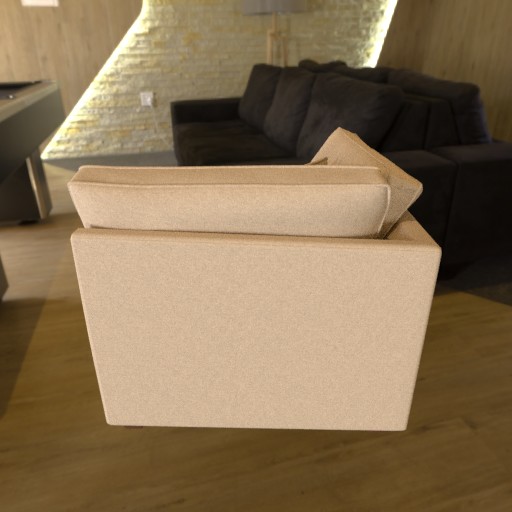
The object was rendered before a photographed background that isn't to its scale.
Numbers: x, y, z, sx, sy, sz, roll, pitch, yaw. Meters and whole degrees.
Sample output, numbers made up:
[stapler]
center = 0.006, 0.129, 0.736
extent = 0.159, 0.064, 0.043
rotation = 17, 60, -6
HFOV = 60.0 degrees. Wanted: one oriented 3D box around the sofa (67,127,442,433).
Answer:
[sofa]
center = 0.000, 0.000, 1.801
extent = 1.042, 0.937, 1.050
rotation = 0, 26, 1
